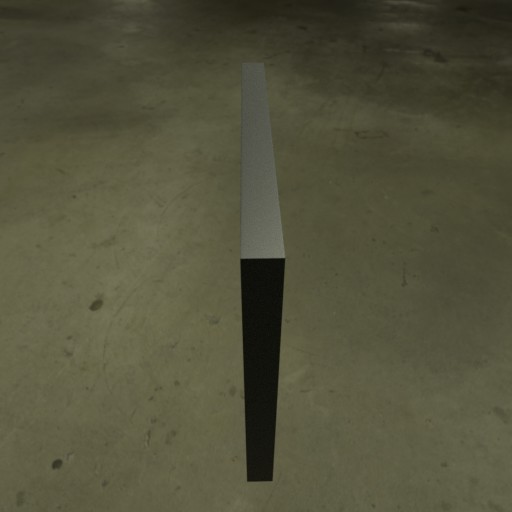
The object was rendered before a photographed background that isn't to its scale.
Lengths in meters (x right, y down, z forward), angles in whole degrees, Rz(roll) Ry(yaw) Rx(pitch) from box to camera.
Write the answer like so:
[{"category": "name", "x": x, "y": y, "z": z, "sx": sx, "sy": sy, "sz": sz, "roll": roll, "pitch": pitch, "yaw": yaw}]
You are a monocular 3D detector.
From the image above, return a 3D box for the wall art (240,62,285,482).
[{"category": "wall art", "x": 0.000, "y": 0.000, "z": 0.523, "sx": 0.028, "sy": 0.321, "sz": 0.381, "roll": -1, "pitch": 41, "yaw": -1}]
